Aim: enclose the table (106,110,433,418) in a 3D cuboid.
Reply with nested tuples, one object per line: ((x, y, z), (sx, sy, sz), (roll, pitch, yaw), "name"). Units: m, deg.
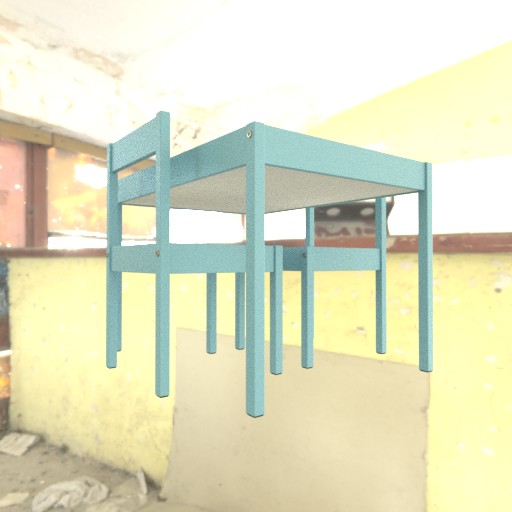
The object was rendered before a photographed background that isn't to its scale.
((0.000, 0.000, 1.074), (0.633, 0.503, 0.639), (1, -1, -37), "table")
